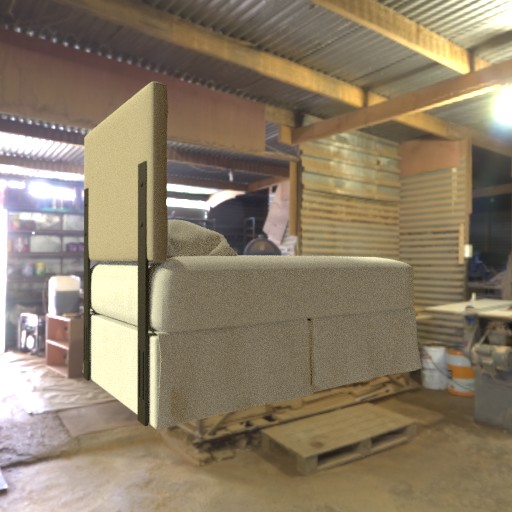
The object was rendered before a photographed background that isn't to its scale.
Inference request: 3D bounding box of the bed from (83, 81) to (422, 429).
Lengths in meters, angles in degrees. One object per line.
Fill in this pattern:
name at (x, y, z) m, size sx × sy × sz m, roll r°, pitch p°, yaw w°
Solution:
bed at (0.000, 0.000, 3.012) m, size 1.997 × 1.571 × 1.261 m, roll 0°, pitch -1°, yaw -36°
